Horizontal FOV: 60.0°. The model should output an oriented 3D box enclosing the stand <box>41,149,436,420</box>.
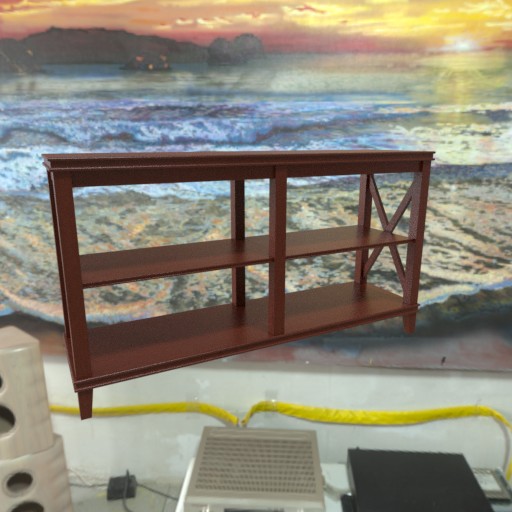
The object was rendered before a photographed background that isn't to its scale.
[{"bbox_3d":[0.000,0.000,1.673,1.372,0.762,0.381,-7,16,-26],"label":"stand"}]
